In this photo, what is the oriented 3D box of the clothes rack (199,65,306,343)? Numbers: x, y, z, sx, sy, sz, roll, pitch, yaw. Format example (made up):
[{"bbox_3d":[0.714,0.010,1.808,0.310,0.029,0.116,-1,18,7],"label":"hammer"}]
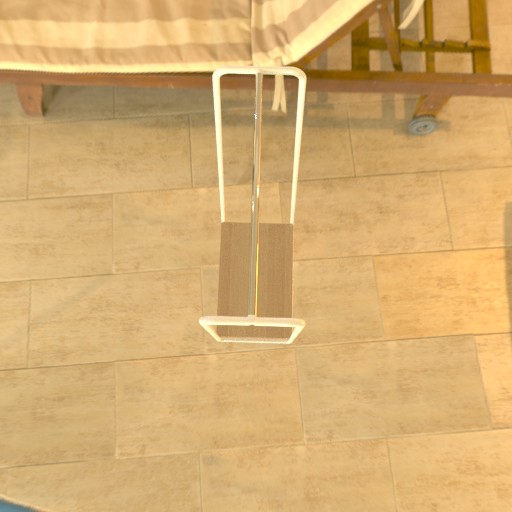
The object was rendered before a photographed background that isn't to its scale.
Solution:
[{"bbox_3d":[0.000,0.000,1.757,0.400,1.500,0.640,2,78,0],"label":"clothes rack"}]
